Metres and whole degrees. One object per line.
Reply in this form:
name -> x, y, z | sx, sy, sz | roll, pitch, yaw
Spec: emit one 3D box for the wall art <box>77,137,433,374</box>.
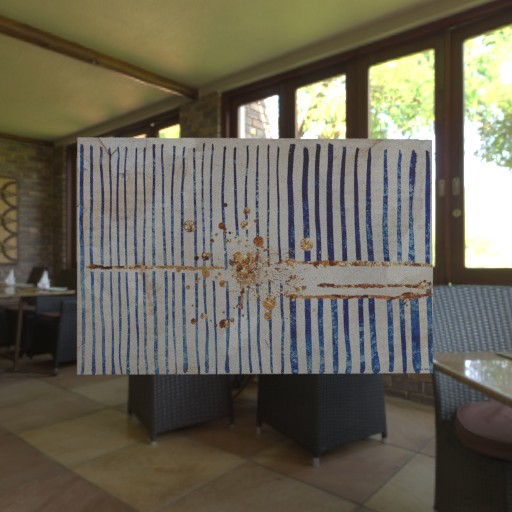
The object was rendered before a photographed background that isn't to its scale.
wall art -> 0.000, 0.000, 1.442 | 1.143, 0.757, 0.038 | 0, 0, -1
